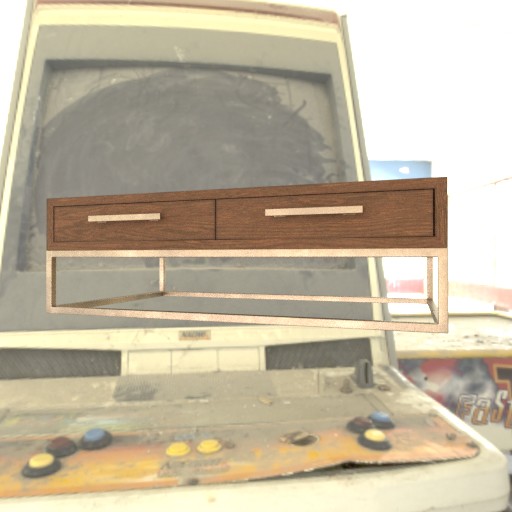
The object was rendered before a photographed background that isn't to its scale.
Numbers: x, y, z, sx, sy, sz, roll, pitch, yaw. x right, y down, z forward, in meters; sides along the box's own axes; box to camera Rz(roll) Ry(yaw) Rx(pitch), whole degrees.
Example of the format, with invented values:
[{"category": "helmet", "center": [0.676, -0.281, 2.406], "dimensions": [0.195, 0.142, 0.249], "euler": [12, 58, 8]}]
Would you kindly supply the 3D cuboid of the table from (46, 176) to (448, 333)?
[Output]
[{"category": "table", "center": [0.000, 0.000, 1.526], "dimensions": [1.167, 0.361, 0.719], "euler": [0, 0, 19]}]
